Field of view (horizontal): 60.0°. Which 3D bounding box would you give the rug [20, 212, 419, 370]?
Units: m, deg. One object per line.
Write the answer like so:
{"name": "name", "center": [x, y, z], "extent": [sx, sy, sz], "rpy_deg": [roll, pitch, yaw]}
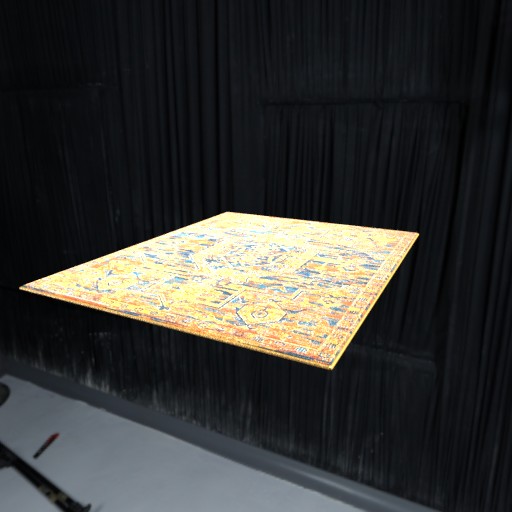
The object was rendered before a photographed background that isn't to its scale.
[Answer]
{"name": "rug", "center": [0.000, 0.000, 4.080], "extent": [2.435, 0.031, 3.040], "rpy_deg": [9, 20, 26]}
